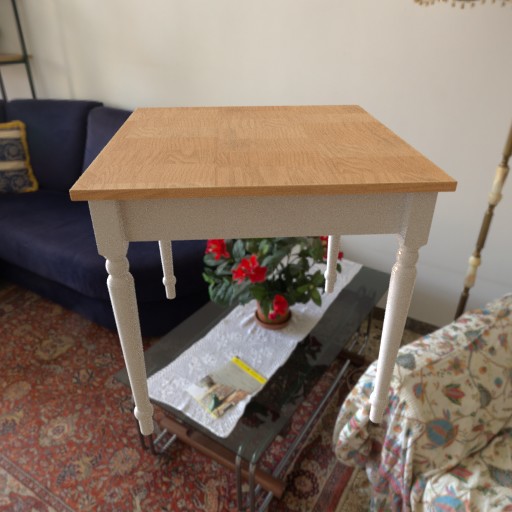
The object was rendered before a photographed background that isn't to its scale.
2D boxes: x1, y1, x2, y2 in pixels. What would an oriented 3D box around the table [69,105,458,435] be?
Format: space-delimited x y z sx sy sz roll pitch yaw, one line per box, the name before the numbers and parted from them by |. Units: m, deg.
table | 0.000 0.000 1.355 0.747 0.738 0.747 -2 30 -3
